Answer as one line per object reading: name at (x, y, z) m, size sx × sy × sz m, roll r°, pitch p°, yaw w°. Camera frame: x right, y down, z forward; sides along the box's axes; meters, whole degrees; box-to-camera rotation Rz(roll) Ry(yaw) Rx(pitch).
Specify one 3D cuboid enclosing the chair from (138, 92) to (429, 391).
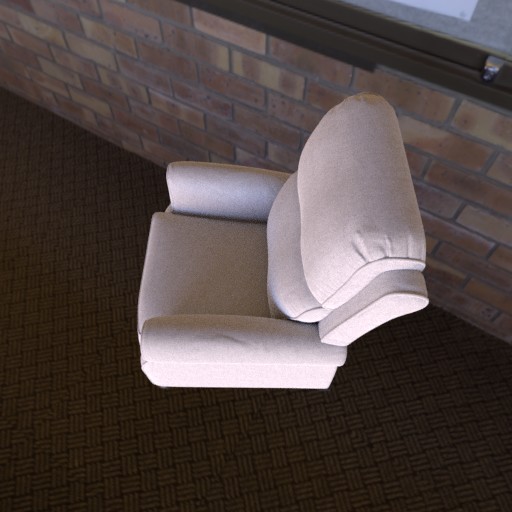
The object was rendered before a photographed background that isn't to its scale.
chair at (0.000, 0.000, 1.697) m, size 0.919 × 1.046 × 0.859 m, roll 0°, pitch 57°, yaw 0°
